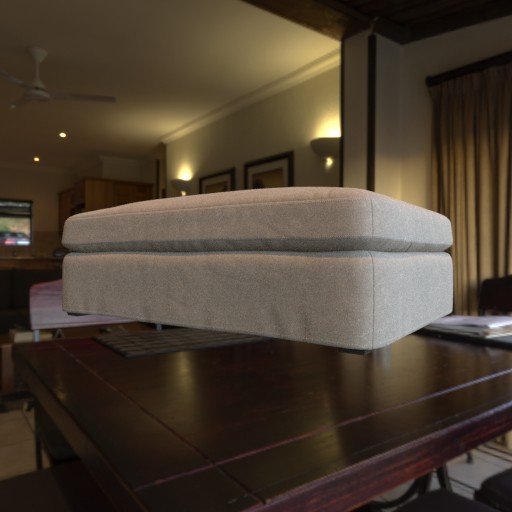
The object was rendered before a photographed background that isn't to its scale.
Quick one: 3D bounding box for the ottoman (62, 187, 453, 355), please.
[{"bbox_3d":[0.000,0.000,1.604,1.199,0.429,0.840,0,0,35],"label":"ottoman"}]
